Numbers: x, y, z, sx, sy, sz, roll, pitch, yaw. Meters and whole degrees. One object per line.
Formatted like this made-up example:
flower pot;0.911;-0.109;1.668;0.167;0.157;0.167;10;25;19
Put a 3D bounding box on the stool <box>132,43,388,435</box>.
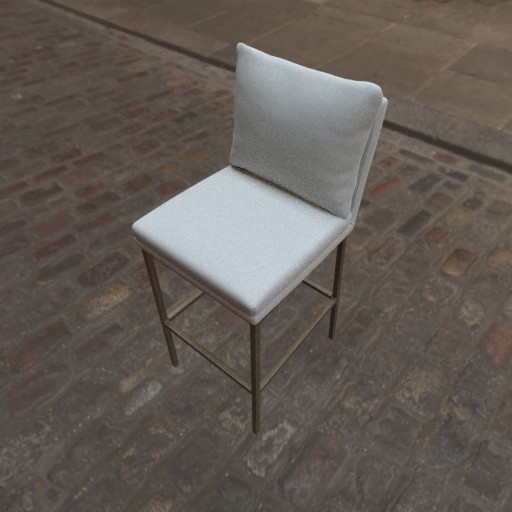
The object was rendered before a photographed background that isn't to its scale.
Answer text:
stool;0.000;0.000;1.434;0.463;1.125;0.572;31;53;26
